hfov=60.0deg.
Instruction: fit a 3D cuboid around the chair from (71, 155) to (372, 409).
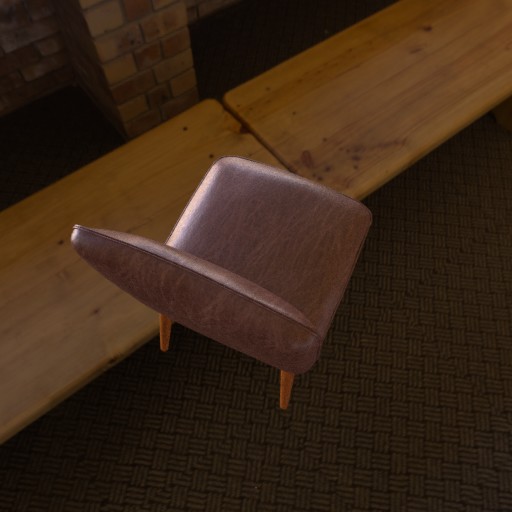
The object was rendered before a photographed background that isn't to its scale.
[{"bbox_3d":[0.000,0.000,1.209,0.543,0.803,0.645,18,64,9],"label":"chair"}]
